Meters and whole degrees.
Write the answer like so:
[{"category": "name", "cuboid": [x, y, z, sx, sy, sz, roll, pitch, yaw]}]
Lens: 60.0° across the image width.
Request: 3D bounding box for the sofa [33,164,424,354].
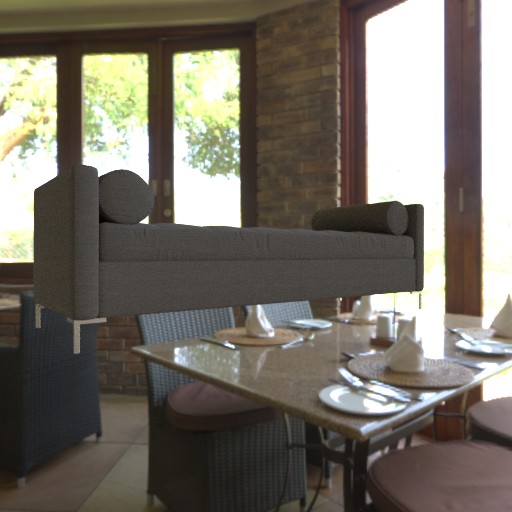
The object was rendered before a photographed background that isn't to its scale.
[{"category": "sofa", "cuboid": [0.000, 0.000, 2.298, 1.981, 0.635, 0.686, 0, 0, -37]}]
